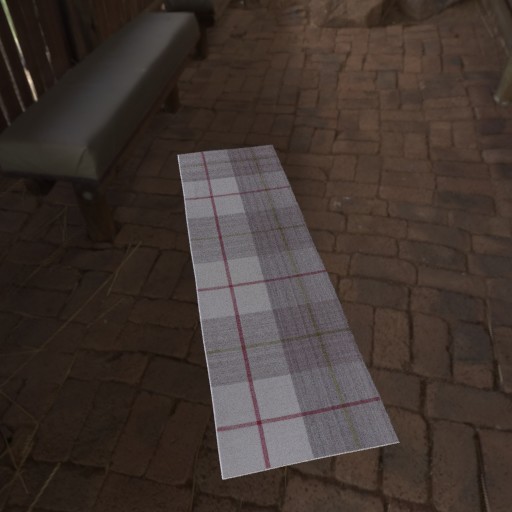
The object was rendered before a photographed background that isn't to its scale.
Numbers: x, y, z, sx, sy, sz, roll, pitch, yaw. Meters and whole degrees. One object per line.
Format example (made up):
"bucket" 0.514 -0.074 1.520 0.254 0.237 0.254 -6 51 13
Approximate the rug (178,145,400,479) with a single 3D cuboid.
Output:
"rug" 0.000 0.000 2.681 0.762 0.013 2.439 -8 46 -8
